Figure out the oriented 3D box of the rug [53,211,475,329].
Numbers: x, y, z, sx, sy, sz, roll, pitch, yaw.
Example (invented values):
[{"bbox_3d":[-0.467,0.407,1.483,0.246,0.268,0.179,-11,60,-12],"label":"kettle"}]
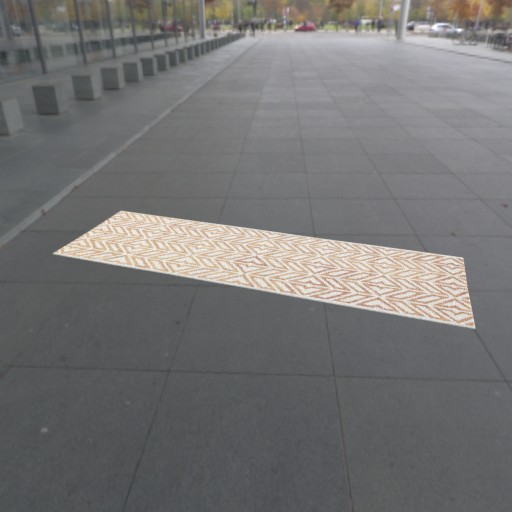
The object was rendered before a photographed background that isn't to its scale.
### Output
[{"bbox_3d":[0.000,0.000,2.750,2.435,0.009,0.750,9,29,16],"label":"rug"}]
